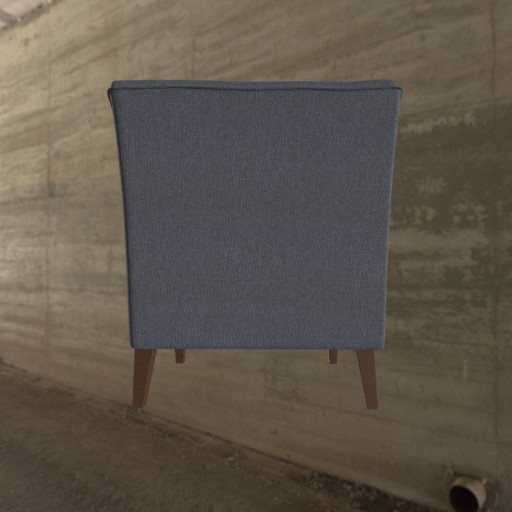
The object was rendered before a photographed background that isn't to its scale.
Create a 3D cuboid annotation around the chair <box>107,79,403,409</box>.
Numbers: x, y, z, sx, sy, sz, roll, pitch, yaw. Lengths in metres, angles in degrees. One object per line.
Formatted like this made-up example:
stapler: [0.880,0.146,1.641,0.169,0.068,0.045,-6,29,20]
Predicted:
chair: [0.000,0.000,1.574,0.780,0.919,0.899,0,-1,1]
